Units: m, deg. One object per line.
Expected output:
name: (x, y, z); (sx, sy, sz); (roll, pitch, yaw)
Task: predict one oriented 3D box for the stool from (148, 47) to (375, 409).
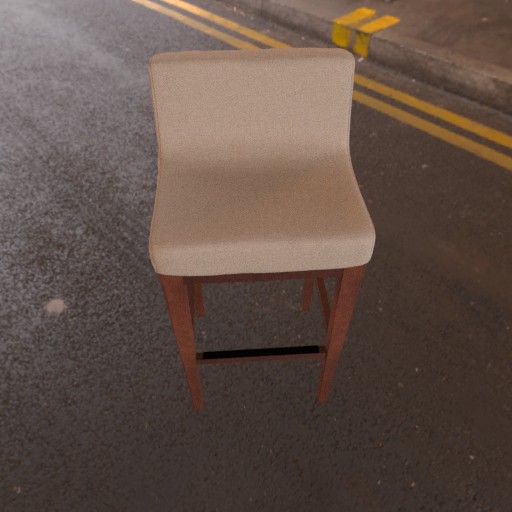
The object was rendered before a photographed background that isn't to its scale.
stool: (0.000, 0.000, 1.322); (0.511, 1.037, 0.500); (-3, 46, -3)
